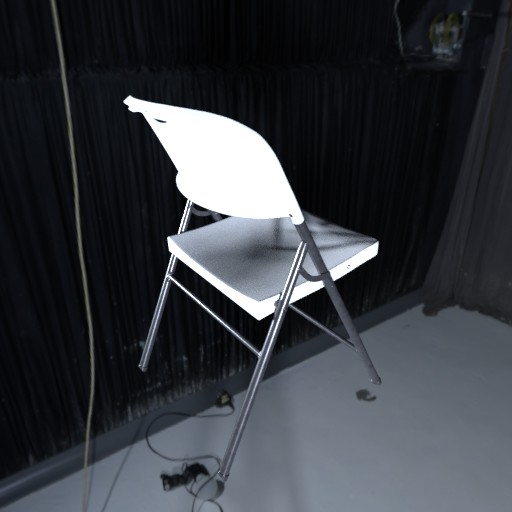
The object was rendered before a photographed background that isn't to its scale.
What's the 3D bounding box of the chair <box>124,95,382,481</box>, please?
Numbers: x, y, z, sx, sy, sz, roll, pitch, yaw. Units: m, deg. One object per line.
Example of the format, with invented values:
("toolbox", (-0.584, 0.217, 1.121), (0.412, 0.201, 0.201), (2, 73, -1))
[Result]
("chair", (0.000, 0.000, 1.158), (0.566, 0.810, 0.494), (-18, 31, -32))
